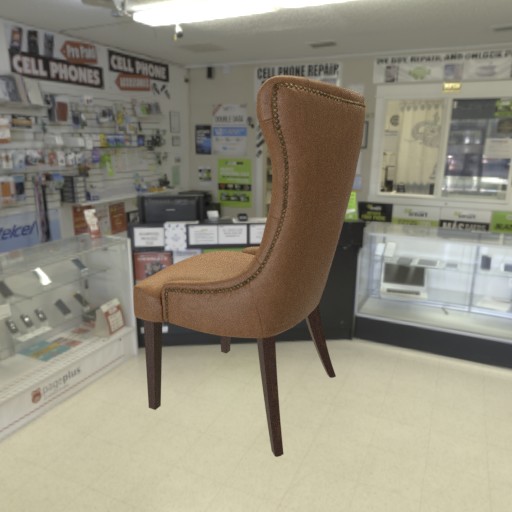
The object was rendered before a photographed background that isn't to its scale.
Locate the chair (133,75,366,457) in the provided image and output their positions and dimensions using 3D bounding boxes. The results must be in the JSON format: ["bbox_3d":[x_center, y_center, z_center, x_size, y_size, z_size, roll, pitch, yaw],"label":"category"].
[{"bbox_3d":[0.000,0.000,1.511,0.669,1.065,0.611,8,16,27],"label":"chair"}]
